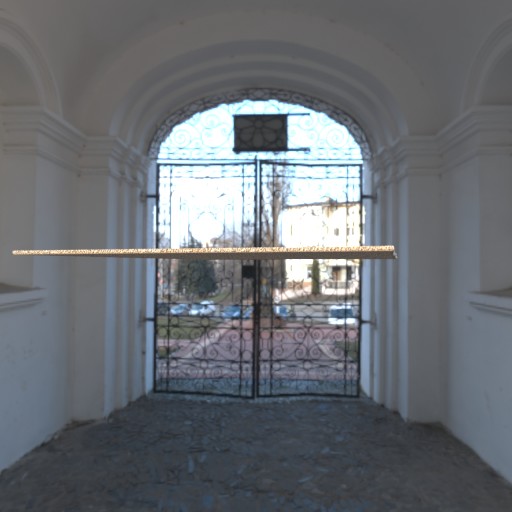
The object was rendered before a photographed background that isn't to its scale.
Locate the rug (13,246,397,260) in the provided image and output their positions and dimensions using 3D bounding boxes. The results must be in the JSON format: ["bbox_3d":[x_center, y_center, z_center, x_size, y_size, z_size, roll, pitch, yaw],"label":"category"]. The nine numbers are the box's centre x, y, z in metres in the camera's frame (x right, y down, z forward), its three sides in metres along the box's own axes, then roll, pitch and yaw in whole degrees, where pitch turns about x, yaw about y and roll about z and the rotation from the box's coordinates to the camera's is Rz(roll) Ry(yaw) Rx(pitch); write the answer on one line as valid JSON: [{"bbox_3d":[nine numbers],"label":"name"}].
[{"bbox_3d":[0.000,0.000,3.975,2.400,0.026,3.000,0,-1,18],"label":"rug"}]
